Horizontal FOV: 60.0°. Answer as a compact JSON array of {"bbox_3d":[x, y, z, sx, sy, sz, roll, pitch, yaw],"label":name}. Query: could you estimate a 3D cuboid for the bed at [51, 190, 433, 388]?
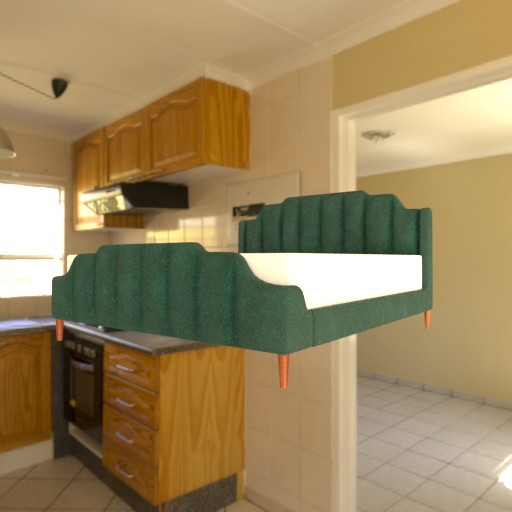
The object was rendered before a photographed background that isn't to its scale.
[{"bbox_3d":[0.000,0.000,3.534,2.074,1.245,2.340,0,0,37],"label":"bed"}]
